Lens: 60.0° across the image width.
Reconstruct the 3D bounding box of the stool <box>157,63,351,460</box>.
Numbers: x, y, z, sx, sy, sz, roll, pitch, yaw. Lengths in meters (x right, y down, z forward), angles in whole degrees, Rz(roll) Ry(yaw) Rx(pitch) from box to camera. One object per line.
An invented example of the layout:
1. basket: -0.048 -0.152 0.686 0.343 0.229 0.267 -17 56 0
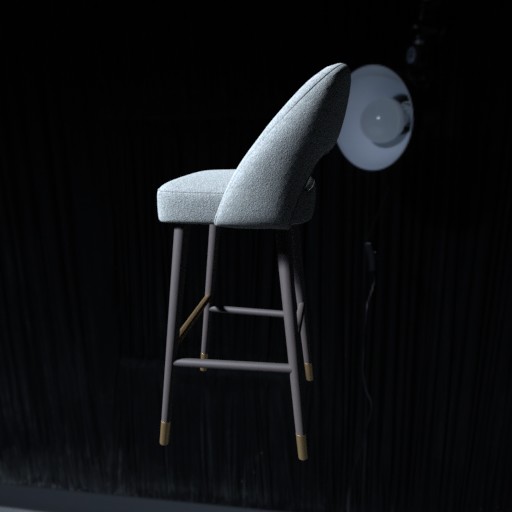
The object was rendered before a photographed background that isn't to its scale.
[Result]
1. stool: 0.000 0.000 1.383 0.524 1.089 0.536 3 16 9
